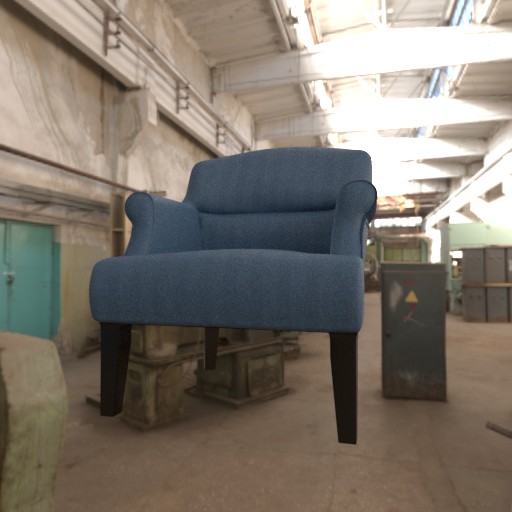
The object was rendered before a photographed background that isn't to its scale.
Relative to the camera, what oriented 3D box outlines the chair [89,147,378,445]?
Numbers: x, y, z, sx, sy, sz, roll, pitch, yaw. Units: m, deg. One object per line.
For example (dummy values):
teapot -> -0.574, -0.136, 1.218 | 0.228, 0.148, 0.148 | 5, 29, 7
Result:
chair -> 0.000, 0.000, 1.436 | 0.770, 0.878, 0.754 | 0, -1, 17
